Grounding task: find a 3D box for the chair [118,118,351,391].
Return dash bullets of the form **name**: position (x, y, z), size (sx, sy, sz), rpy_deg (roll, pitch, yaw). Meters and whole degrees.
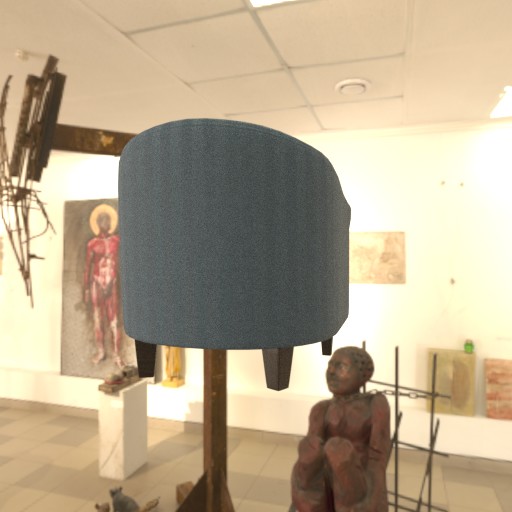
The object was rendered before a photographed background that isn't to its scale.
- **chair**: position (0.000, 0.000, 1.802), size (0.756, 0.757, 1.288), rpy_deg (0, 1, 17)
